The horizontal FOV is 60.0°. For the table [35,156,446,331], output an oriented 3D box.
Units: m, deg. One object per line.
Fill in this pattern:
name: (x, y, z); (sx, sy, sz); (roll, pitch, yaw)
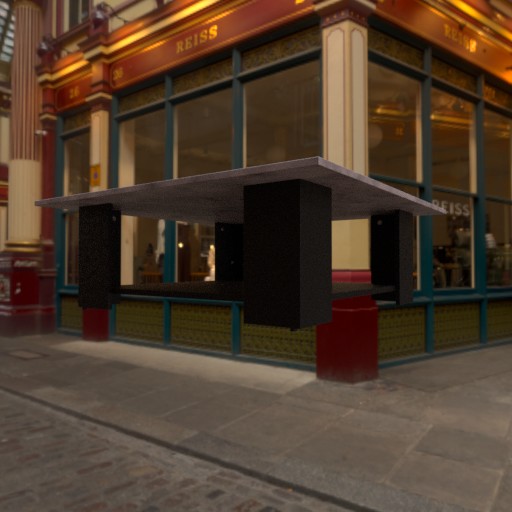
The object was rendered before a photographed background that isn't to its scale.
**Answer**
table: (0.000, 0.000, 1.342); (0.890, 0.305, 0.890); (-1, -1, 36)
